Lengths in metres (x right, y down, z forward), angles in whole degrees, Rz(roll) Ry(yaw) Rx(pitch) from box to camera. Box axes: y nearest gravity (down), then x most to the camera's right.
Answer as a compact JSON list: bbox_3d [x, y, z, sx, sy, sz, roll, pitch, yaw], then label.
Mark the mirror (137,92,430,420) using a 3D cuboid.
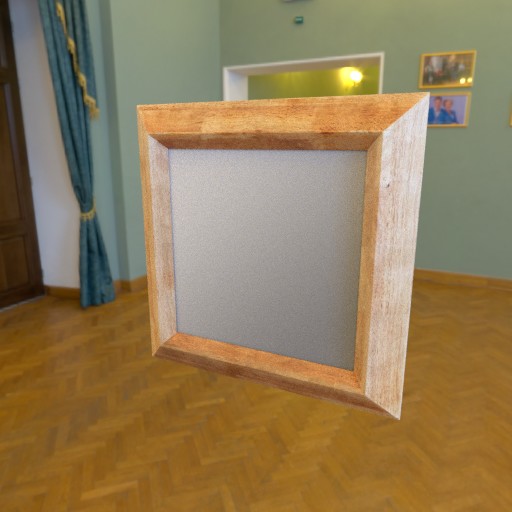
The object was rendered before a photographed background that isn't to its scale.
[{"bbox_3d":[0.000,0.000,0.970,0.651,0.651,0.047,7,16,25],"label":"mirror"}]
